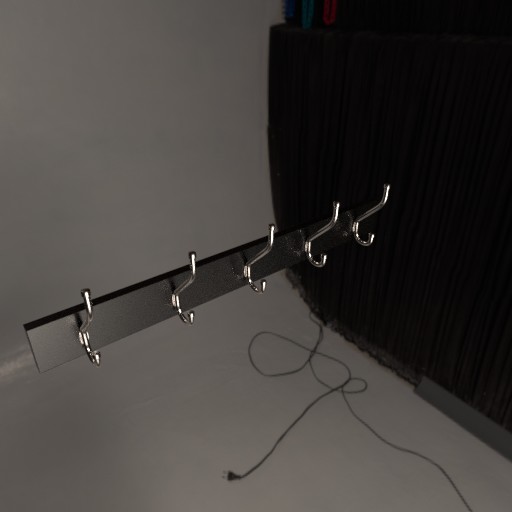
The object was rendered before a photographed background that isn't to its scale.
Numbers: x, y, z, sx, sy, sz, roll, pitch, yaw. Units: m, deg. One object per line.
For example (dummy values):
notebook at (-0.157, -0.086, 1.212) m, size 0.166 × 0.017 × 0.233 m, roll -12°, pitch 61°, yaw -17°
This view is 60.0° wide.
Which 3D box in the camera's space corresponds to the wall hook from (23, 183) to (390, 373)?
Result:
wall hook at (0.000, 0.000, 0.598) m, size 0.571 × 0.117 × 0.071 m, roll -21°, pitch 36°, yaw -33°
